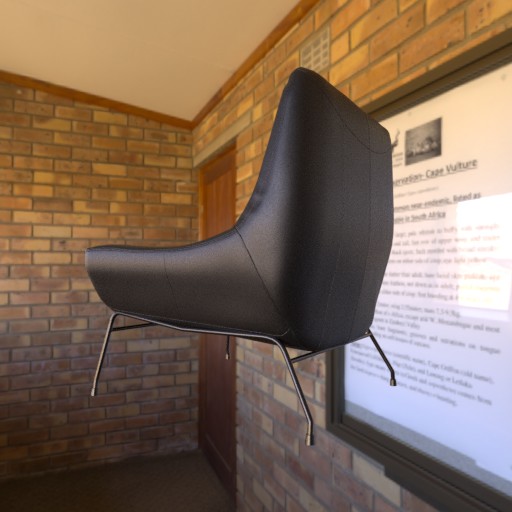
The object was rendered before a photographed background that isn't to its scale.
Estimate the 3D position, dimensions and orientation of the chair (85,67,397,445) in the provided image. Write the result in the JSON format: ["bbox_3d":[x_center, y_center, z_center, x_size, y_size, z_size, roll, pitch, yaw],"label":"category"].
[{"bbox_3d":[0.000,0.000,1.545,0.826,0.922,0.836,-1,-2,34],"label":"chair"}]
